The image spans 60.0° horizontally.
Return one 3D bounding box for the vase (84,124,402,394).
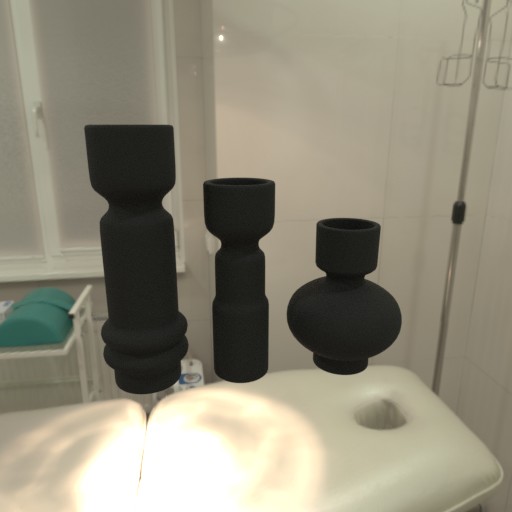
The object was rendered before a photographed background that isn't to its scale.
[{"bbox_3d":[0.000,0.000,0.438,0.307,0.249,0.120,-3,16,-9],"label":"vase"}]
